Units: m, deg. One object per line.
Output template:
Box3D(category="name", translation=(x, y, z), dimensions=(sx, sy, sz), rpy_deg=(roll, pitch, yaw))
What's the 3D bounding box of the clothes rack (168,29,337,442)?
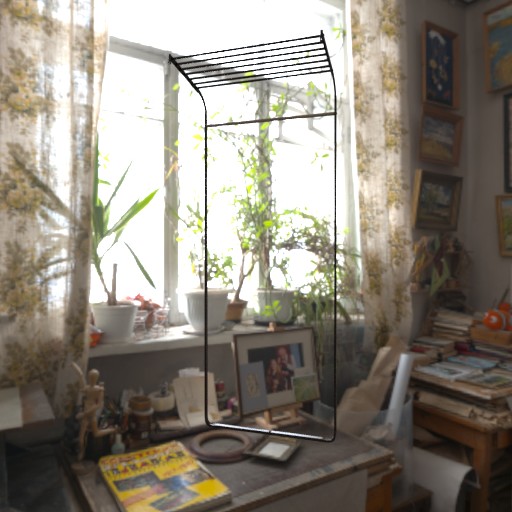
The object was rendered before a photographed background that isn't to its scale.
Box3D(category="clothes rack", translation=(0.000, 0.000, 1.801), dimensions=(0.609, 1.574, 0.349), rpy_deg=(0, 0, 18))
